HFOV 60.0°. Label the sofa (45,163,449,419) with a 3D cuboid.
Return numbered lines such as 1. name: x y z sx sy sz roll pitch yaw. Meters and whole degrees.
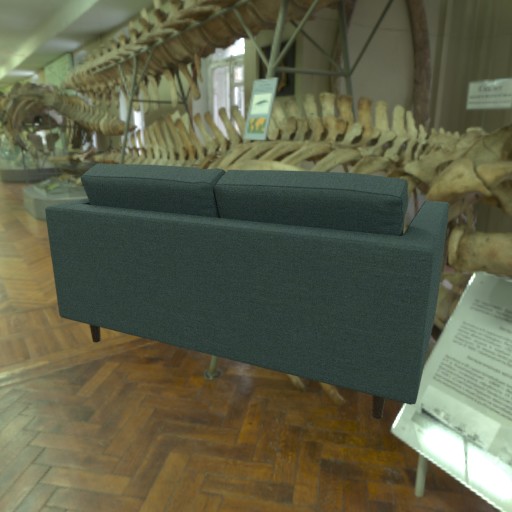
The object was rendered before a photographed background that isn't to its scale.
1. sofa: 0.000 0.000 2.175 1.659 0.907 0.999 8 18 24
